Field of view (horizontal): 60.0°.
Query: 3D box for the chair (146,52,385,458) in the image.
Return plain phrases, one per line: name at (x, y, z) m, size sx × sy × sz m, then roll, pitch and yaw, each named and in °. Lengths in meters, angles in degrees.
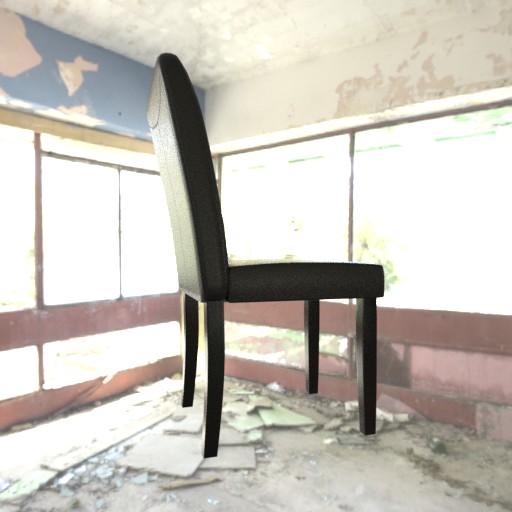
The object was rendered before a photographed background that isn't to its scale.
chair at (0.000, 0.000, 1.206) m, size 0.556 × 0.897 × 0.399 m, roll 0°, pitch 1°, yaw -17°
